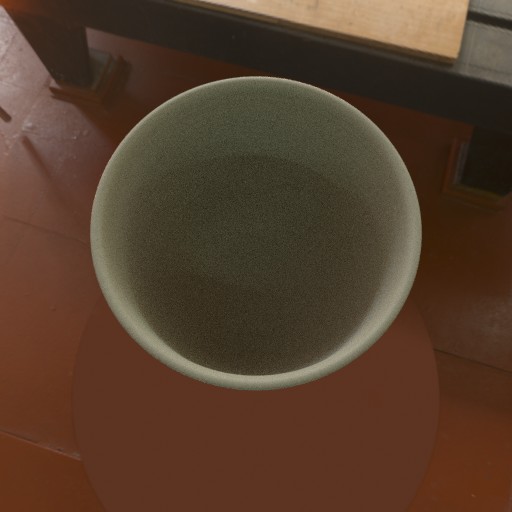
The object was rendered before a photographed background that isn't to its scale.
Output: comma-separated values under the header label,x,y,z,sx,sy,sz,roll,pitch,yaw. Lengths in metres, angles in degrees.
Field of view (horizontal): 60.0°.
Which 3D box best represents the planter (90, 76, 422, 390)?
label,x,y,z,sx,sy,sz,roll,pitch,yaw
planter,0.000,0.000,0.217,0.124,0.109,0.124,0,75,0
